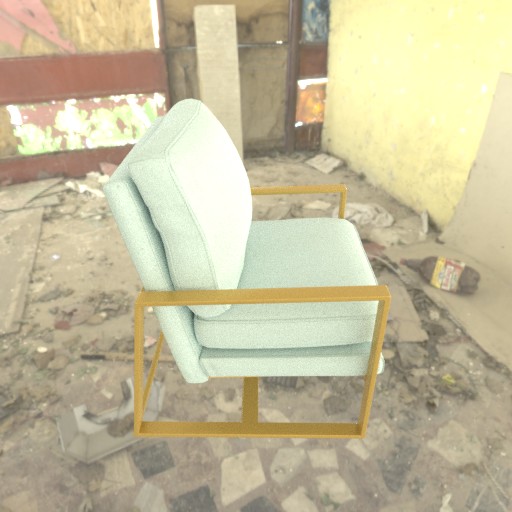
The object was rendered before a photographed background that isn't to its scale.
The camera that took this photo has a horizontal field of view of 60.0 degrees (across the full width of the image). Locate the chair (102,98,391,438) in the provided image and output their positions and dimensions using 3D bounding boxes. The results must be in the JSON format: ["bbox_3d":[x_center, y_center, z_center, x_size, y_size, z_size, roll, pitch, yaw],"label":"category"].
[{"bbox_3d":[0.000,0.000,1.544,0.813,0.956,0.758,0,32,1],"label":"chair"}]
